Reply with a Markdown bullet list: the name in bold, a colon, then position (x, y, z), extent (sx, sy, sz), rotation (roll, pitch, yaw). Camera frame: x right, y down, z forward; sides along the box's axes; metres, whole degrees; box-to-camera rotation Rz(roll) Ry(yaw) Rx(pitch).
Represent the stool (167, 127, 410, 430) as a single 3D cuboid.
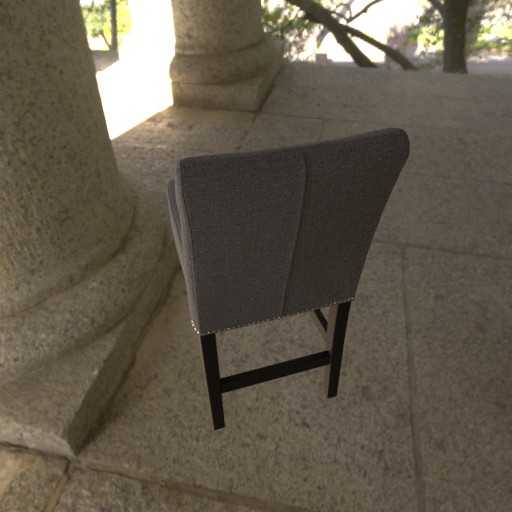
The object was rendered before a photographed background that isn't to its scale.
- **stool**: position (0.000, 0.000, 1.206), extent (0.427, 0.885, 0.571), rotation (-11, 42, -13)
